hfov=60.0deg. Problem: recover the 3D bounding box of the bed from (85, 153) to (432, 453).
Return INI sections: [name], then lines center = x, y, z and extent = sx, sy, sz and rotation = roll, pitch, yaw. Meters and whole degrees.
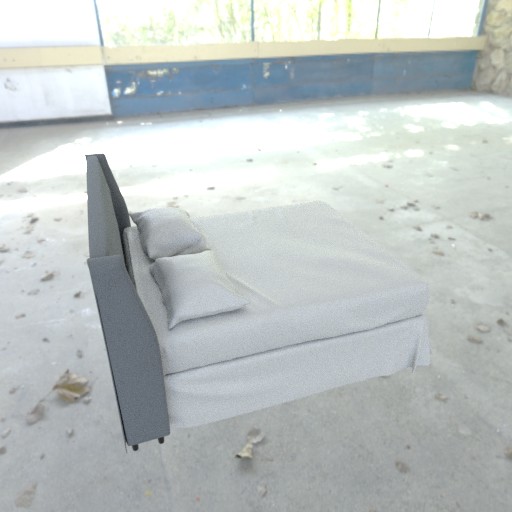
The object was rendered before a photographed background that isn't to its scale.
[bed]
center = 0.000, 0.000, 3.404
extent = 2.276, 1.332, 1.925
rotation = -9, 30, -17
